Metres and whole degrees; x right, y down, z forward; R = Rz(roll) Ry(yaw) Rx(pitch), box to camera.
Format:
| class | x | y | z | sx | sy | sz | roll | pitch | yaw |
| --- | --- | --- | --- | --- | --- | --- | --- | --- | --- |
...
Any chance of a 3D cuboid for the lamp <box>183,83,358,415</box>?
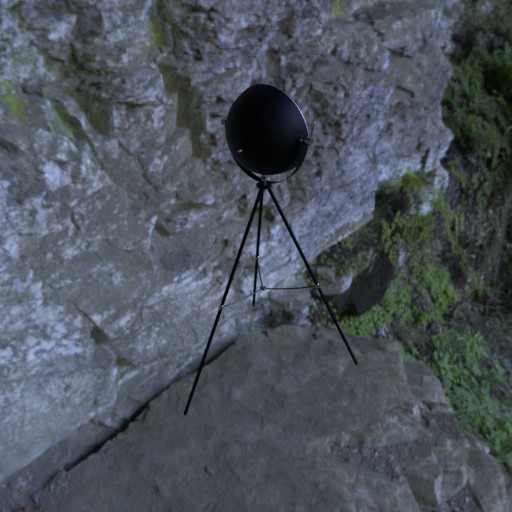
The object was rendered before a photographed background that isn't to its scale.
| class | x | y | z | sx | sy | sz | roll | pitch | yaw |
| --- | --- | --- | --- | --- | --- | --- | --- | --- | --- |
| lamp | 0.000 | 0.000 | 2.094 | 0.817 | 1.512 | 0.920 | 23 | 38 | 33 |
